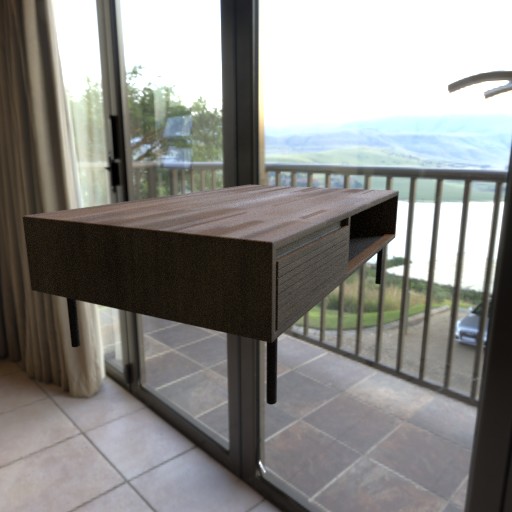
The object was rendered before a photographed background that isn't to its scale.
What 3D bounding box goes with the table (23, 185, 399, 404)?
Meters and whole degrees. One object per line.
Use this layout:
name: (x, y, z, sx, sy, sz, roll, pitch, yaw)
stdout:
table: (0.000, 0.000, 1.381, 0.643, 0.347, 1.088, 7, 15, 27)
